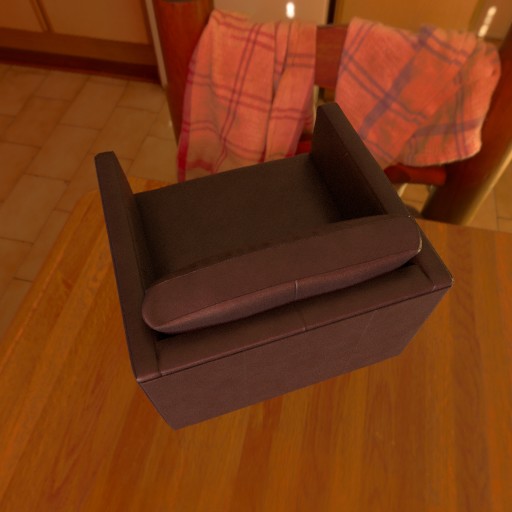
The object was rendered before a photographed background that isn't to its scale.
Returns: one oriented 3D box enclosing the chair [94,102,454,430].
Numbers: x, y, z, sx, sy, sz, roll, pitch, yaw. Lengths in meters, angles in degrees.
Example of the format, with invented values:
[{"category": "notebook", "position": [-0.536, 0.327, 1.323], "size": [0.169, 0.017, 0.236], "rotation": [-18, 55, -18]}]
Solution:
[{"category": "chair", "position": [0.000, 0.000, 1.620], "size": [0.939, 0.811, 0.862], "rotation": [-15, 58, -10]}]
